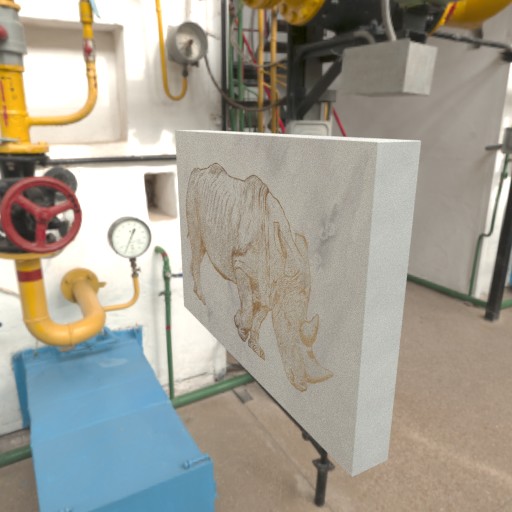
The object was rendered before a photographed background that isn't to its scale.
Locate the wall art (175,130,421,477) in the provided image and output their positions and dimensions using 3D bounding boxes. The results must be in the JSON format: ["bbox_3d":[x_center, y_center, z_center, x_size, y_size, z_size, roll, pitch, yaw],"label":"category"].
[{"bbox_3d":[0.000,0.000,0.477,0.038,0.254,0.381,-9,19,-27],"label":"wall art"}]
